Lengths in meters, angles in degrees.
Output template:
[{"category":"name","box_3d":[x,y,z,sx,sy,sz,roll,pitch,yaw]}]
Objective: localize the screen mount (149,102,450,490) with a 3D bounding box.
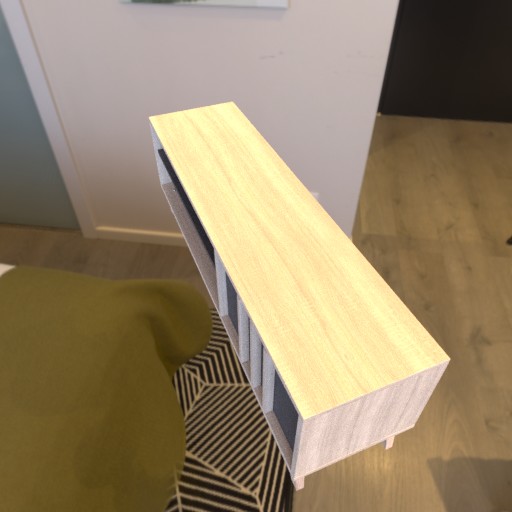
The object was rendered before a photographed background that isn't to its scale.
[{"category":"screen mount","box_3d":[0.000,0.000,1.685,0.401,0.509,1.500,-16,46,-16]}]
